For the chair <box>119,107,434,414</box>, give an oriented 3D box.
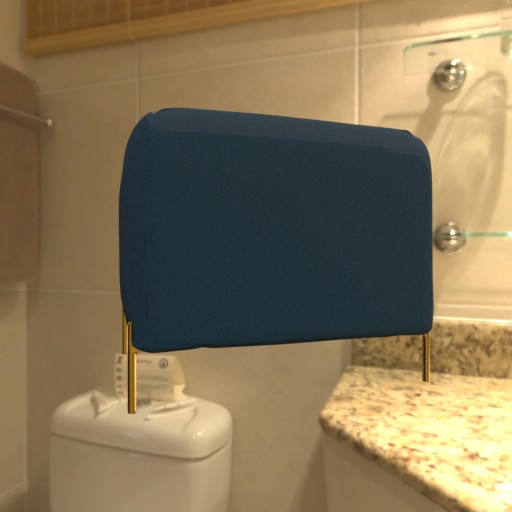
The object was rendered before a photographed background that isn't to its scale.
[{"bbox_3d":[0.000,0.000,1.615,0.947,0.793,0.877,0,1,-18],"label":"chair"}]
